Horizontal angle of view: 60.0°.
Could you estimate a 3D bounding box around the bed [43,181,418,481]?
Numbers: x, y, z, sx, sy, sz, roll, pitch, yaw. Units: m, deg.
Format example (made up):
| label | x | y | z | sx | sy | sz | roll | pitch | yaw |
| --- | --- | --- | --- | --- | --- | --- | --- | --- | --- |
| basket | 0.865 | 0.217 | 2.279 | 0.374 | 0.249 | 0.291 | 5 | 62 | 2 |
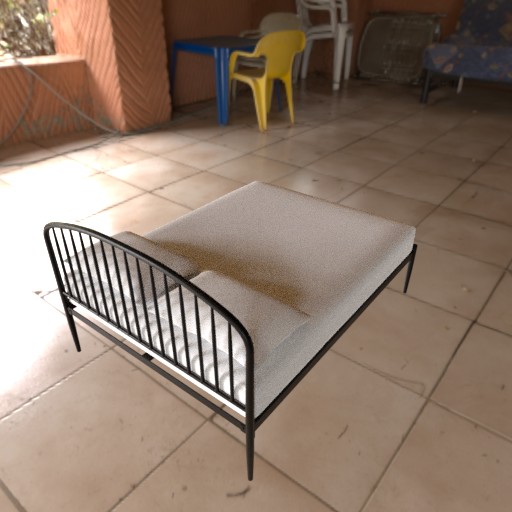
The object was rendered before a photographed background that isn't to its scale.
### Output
| label | x | y | z | sx | sy | sz | roll | pitch | yaw |
| --- | --- | --- | --- | --- | --- | --- | --- | --- | --- |
| bed | 0.000 | 0.000 | 3.181 | 1.618 | 1.166 | 2.159 | 22 | 38 | 32 |
